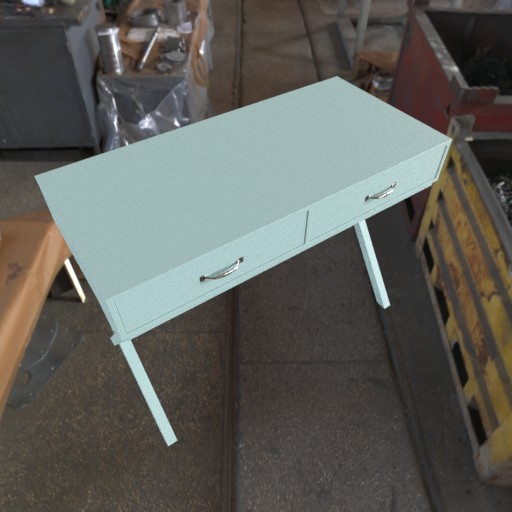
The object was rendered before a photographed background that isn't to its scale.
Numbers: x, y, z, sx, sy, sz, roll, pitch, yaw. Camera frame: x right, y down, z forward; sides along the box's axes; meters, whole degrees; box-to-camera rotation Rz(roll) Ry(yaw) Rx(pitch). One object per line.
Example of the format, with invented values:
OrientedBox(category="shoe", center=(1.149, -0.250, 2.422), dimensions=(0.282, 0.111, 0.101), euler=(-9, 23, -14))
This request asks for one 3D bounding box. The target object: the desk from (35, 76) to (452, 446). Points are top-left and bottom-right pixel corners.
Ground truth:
OrientedBox(category="desk", center=(0.000, 0.000, 1.507), dimensions=(1.057, 0.780, 0.525), euler=(-26, 52, -23))
